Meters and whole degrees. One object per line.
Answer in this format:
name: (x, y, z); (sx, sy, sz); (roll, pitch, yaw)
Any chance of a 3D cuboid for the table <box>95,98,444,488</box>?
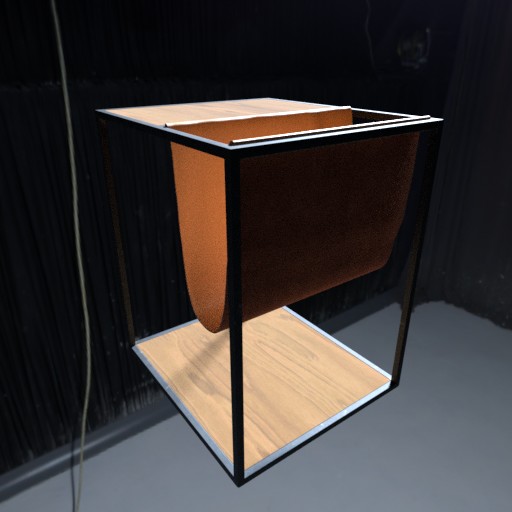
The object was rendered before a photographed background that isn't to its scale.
table: (0.000, 0.000, 0.859); (0.399, 0.536, 0.450); (-17, 30, -33)
